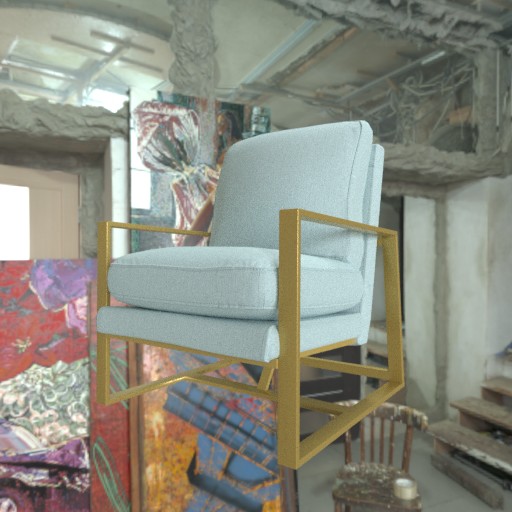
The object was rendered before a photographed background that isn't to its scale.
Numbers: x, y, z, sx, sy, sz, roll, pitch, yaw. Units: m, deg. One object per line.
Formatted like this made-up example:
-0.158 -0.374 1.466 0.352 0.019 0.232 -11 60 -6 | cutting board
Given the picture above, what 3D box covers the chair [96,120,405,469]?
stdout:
0.000 0.000 1.513 0.758 0.956 0.813 0 1 36 | chair
